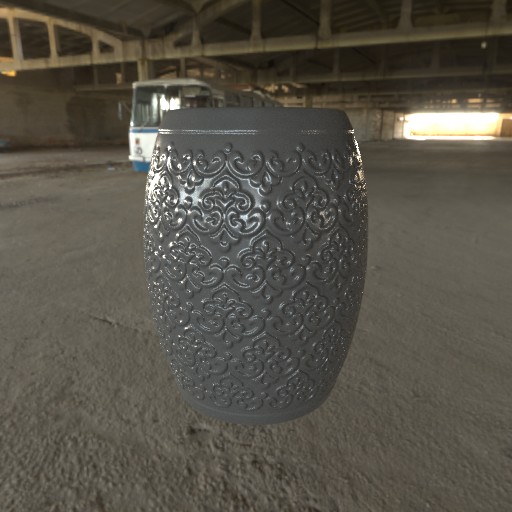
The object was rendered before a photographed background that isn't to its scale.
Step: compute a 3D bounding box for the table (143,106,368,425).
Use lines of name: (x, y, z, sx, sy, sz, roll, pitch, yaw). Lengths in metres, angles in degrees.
table: (0.000, 0.000, 0.634, 0.309, 0.397, 0.309, 0, 16, 0)
